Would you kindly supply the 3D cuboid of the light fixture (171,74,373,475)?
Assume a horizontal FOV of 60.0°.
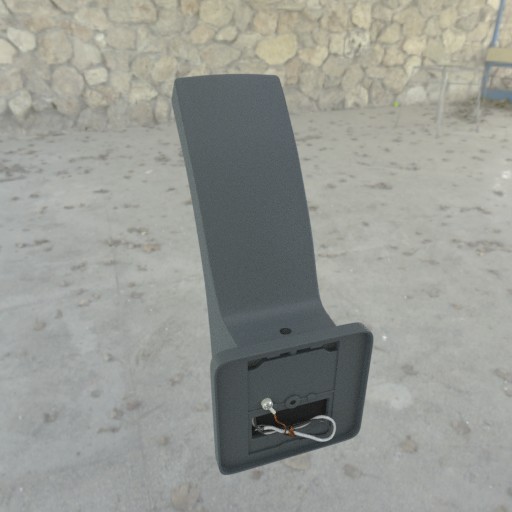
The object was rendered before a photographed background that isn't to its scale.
[{"bbox_3d":[0.000,0.000,0.332,0.108,0.243,0.174,-9,28,-17],"label":"light fixture"}]
